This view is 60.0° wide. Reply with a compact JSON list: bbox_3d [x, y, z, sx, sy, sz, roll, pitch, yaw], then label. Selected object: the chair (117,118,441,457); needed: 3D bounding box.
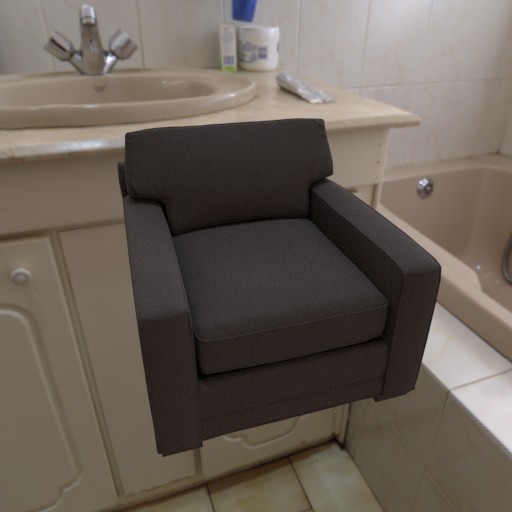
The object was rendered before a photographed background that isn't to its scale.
[{"bbox_3d":[0.000,0.000,1.820,0.997,0.913,1.043,-9,30,-15],"label":"chair"}]
